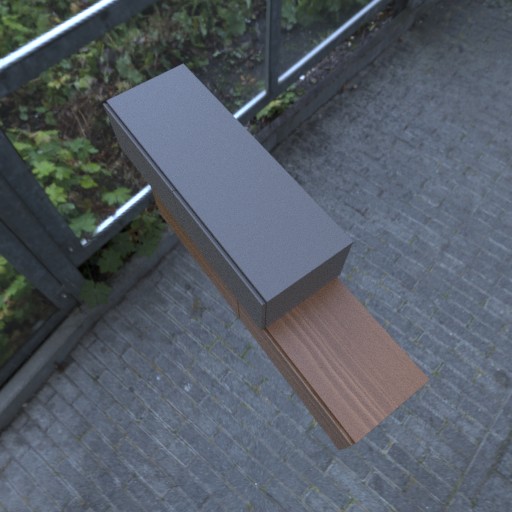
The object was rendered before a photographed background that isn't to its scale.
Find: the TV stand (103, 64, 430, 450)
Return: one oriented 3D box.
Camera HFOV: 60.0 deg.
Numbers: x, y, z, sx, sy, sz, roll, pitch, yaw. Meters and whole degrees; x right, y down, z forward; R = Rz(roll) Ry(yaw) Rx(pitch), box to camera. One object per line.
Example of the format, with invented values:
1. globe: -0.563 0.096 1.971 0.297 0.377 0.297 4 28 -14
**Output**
1. TV stand: 0.000 0.000 1.584 0.329 0.591 1.336 -33 68 -16
